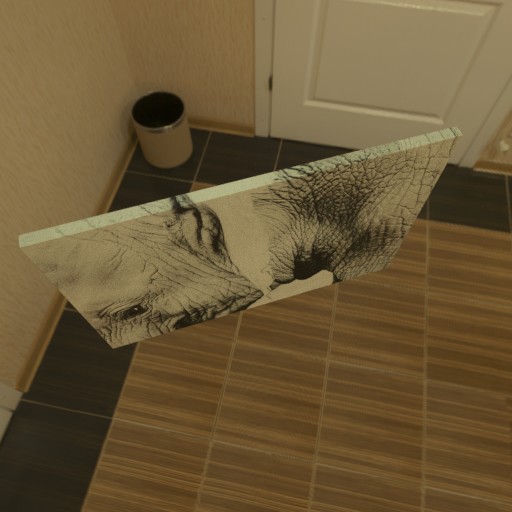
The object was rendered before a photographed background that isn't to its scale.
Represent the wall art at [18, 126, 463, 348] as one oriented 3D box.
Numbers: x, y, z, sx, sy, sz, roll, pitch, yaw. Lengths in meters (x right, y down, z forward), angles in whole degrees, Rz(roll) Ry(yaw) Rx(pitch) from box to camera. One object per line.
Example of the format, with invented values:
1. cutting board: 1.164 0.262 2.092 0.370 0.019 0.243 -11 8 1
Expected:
1. wall art: 0.000 0.000 1.430 1.141 0.758 0.035 -15 62 -8
